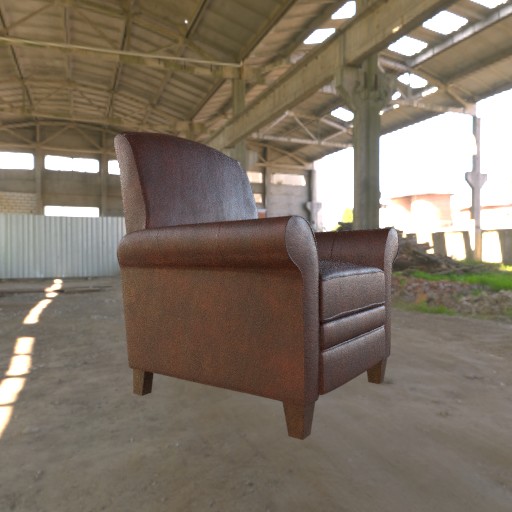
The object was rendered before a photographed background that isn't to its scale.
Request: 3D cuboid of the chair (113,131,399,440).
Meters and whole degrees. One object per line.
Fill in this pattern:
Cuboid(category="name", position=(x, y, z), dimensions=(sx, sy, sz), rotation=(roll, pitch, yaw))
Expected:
Cuboid(category="chair", position=(0.000, 0.000, 1.809), dimensions=(0.902, 1.061, 0.978), rotation=(1, 1, 35))
